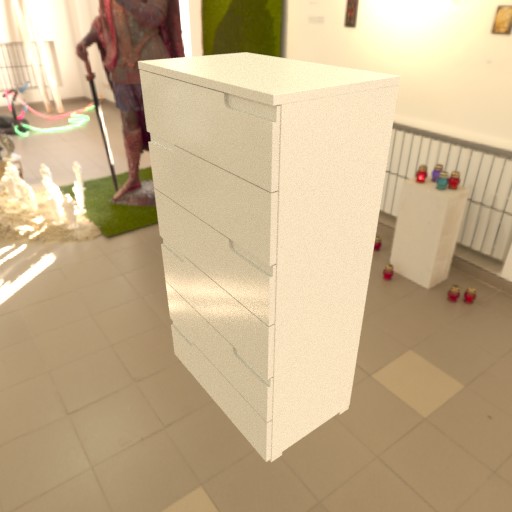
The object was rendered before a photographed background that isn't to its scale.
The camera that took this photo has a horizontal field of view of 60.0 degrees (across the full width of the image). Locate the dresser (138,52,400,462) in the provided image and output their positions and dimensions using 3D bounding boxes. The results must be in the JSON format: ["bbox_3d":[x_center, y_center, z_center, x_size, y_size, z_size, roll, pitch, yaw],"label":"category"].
[{"bbox_3d":[0.000,0.000,1.510,0.400,1.190,0.650,-21,36,-31],"label":"dresser"}]
